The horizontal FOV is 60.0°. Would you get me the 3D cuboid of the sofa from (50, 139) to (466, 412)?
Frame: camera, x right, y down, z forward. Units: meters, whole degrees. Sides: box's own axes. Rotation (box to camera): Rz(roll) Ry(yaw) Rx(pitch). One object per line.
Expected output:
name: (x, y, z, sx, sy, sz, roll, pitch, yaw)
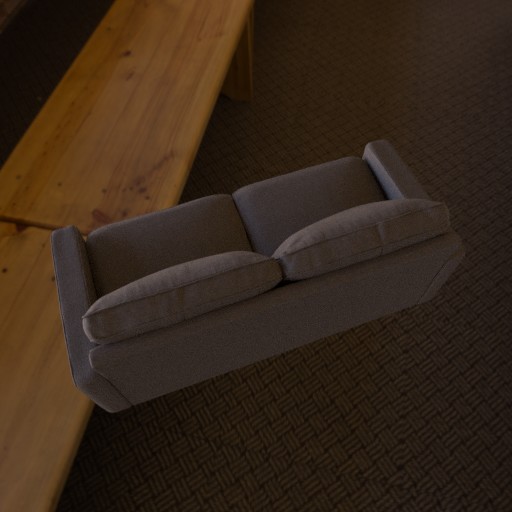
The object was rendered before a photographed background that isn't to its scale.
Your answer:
sofa: (0.000, 0.000, 2.486, 2.080, 0.919, 0.940, -17, 60, -10)
